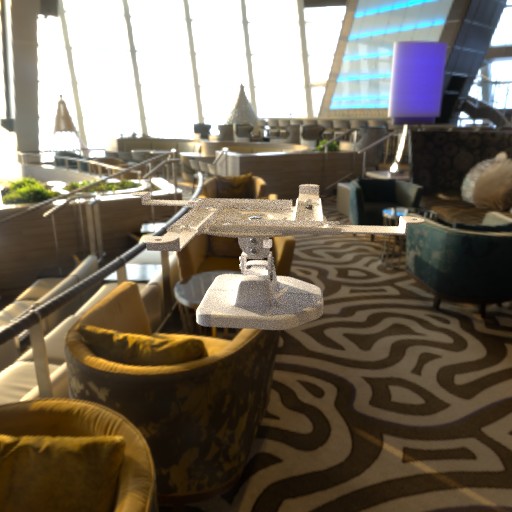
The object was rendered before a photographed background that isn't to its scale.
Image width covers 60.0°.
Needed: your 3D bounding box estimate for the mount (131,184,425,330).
[{"bbox_3d":[0.000,0.000,0.602,0.394,0.141,0.394,2,17,6],"label":"mount"}]
